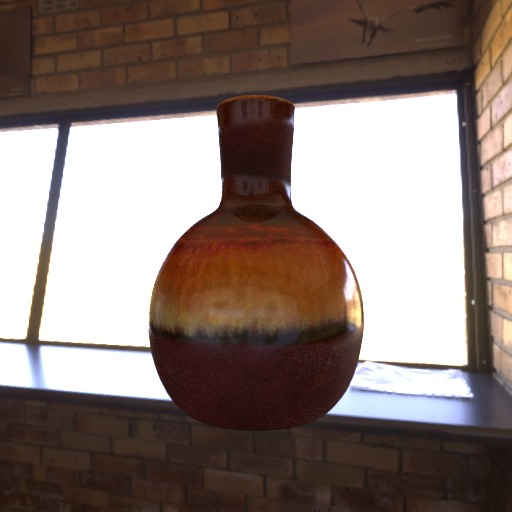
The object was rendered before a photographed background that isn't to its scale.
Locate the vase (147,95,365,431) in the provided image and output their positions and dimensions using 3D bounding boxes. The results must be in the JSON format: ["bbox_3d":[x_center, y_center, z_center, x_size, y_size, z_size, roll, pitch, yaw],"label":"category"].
[{"bbox_3d":[0.000,0.000,0.232,0.111,0.154,0.111,0,0,0],"label":"vase"}]
